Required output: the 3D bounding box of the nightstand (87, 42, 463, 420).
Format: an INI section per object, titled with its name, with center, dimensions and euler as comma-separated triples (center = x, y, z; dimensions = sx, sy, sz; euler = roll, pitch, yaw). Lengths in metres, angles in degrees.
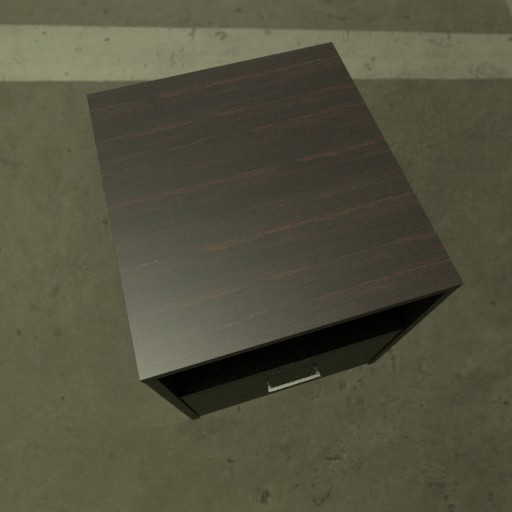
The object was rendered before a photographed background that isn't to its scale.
[nightstand]
center = 0.000, 0.000, 0.812
dimensions = 0.400, 0.460, 0.461
euler = -15, 65, -7
